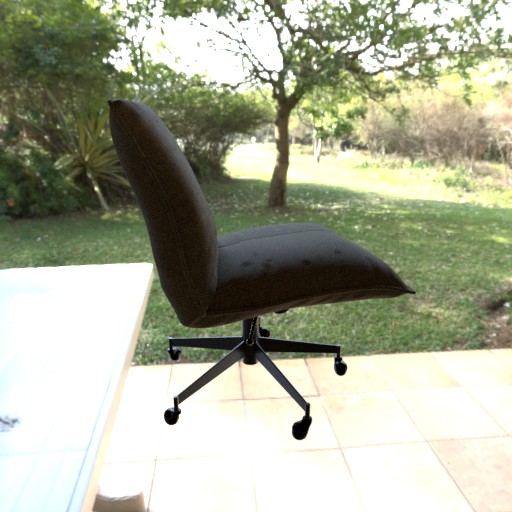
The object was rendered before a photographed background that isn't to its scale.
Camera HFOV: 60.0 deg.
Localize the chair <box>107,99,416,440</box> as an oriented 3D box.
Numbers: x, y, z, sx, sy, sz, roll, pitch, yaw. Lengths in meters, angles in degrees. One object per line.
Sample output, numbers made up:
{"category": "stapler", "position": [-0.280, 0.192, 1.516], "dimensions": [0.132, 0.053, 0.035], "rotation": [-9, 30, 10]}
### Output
{"category": "chair", "position": [0.000, 0.000, 1.244], "dimensions": [0.696, 0.811, 0.597], "rotation": [-3, 17, -11]}
